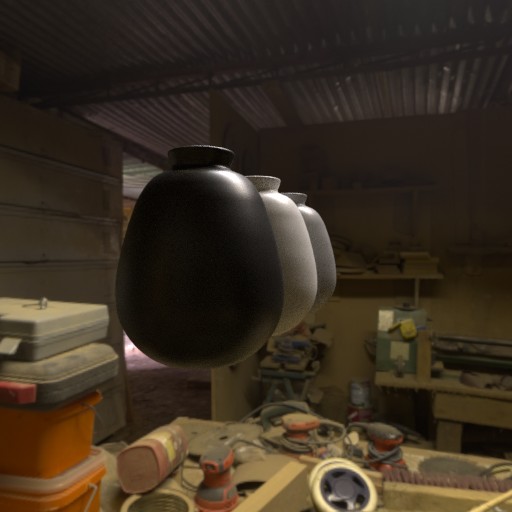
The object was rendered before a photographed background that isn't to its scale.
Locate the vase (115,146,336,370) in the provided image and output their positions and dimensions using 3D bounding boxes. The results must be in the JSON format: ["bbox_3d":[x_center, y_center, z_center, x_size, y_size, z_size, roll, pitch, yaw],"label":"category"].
[{"bbox_3d":[0.000,0.000,0.356,0.097,0.122,0.297,0,0,19],"label":"vase"}]
